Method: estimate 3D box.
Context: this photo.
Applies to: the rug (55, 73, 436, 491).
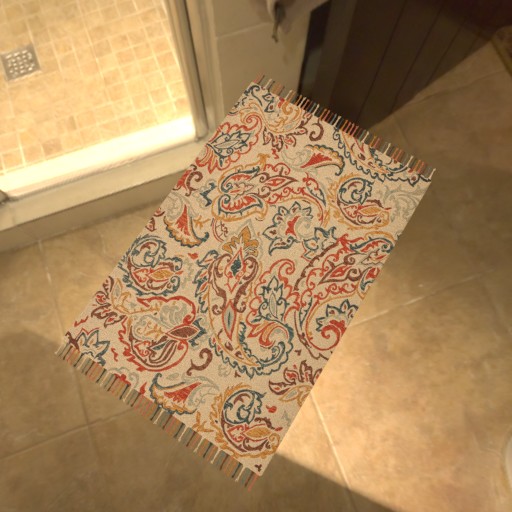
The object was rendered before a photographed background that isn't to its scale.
[{"bbox_3d":[0.000,0.000,2.414,1.218,0.010,1.997,32,77,8],"label":"rug"}]
